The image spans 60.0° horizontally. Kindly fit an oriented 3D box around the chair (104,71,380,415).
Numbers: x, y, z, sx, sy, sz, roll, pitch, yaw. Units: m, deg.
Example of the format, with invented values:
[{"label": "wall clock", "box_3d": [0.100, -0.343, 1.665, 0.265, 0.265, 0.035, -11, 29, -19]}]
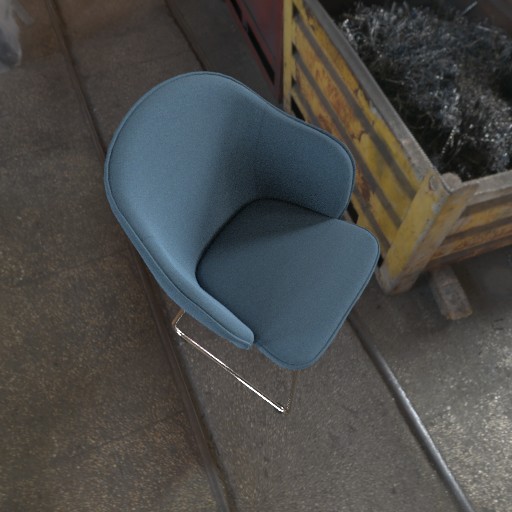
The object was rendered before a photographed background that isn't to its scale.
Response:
[{"label": "chair", "box_3d": [0.000, 0.000, 1.211, 0.585, 0.815, 0.570, 30, 65, 16]}]
